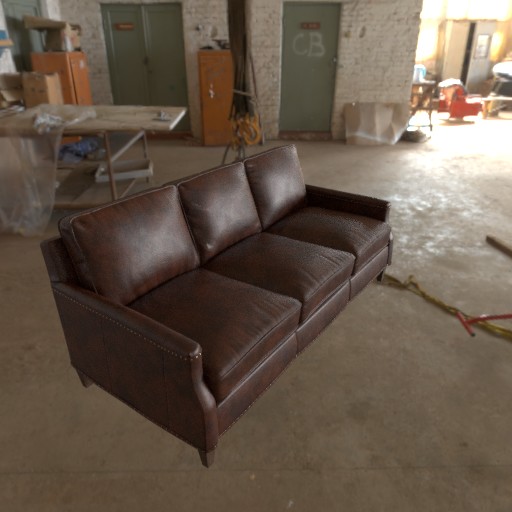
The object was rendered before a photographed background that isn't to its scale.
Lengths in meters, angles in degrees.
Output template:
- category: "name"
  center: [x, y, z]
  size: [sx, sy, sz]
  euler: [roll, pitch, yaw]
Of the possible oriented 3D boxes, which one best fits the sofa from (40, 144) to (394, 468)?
- category: "sofa"
  center: [0.000, 0.000, 2.819]
  size: [1.084, 1.003, 2.240]
  euler: [17, 31, 31]
